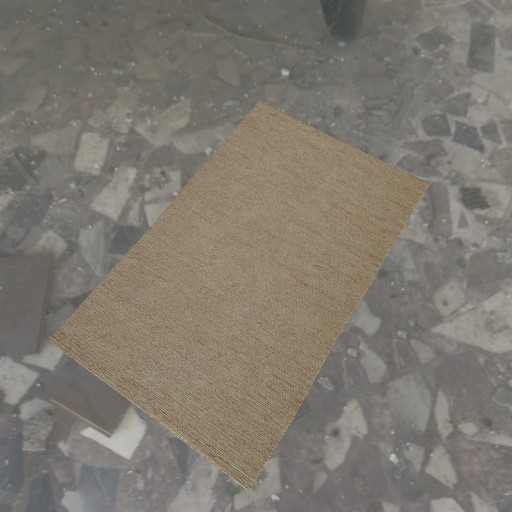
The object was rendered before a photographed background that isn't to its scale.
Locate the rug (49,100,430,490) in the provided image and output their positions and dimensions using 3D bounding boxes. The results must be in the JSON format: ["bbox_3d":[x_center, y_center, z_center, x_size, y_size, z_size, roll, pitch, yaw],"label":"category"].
[{"bbox_3d":[0.000,0.000,3.062,1.533,0.011,2.439,31,68,14],"label":"rug"}]
